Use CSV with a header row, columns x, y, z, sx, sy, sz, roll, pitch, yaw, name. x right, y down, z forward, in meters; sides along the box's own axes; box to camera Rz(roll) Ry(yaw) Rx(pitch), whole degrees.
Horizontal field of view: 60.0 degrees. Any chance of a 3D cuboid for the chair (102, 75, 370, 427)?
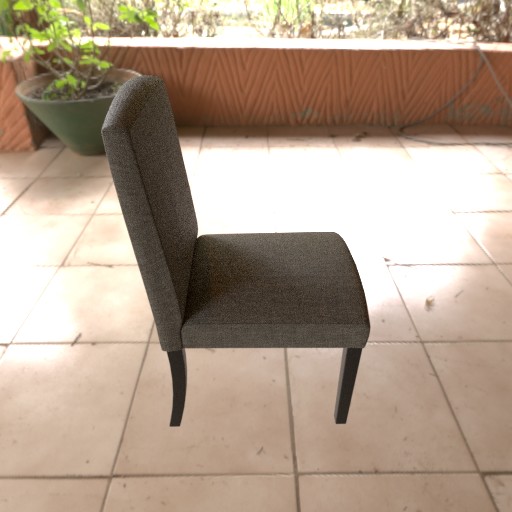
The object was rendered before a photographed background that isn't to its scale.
x,y,z,sx,sy,sz,roll,pitch,yaw,name
0.000,0.000,1.220,0.580,0.917,0.451,-1,33,-1,chair
